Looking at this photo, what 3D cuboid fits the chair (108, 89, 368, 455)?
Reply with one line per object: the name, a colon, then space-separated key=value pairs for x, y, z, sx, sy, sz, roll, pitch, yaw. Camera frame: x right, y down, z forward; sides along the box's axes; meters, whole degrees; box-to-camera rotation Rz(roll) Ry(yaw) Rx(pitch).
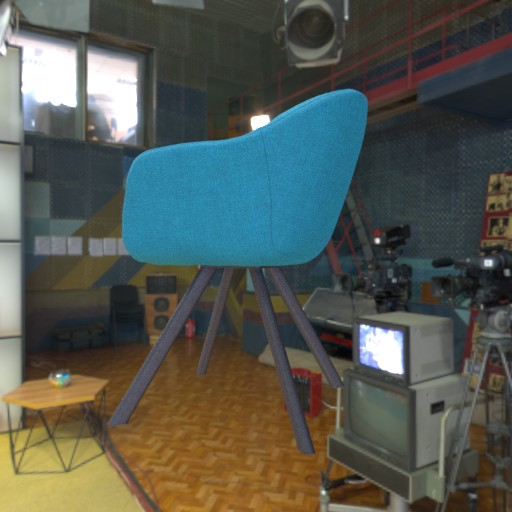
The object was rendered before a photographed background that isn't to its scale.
chair: x=0.000 y=0.000 z=1.157 sx=0.565 sy=0.775 sz=0.545 roll=0 pitch=1 yaw=18
